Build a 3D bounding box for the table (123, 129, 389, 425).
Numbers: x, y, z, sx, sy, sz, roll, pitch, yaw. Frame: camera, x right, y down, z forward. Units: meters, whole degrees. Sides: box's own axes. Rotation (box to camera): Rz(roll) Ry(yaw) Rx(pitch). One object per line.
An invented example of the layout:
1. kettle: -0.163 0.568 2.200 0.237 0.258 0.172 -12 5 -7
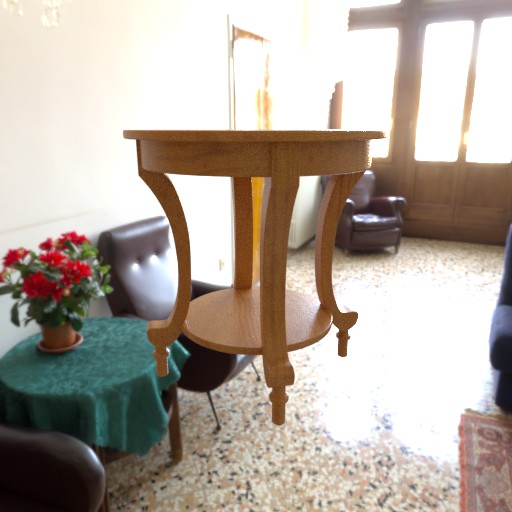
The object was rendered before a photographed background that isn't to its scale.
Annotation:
1. table: 0.000 0.000 1.118 0.597 0.612 0.597 0 16 0
